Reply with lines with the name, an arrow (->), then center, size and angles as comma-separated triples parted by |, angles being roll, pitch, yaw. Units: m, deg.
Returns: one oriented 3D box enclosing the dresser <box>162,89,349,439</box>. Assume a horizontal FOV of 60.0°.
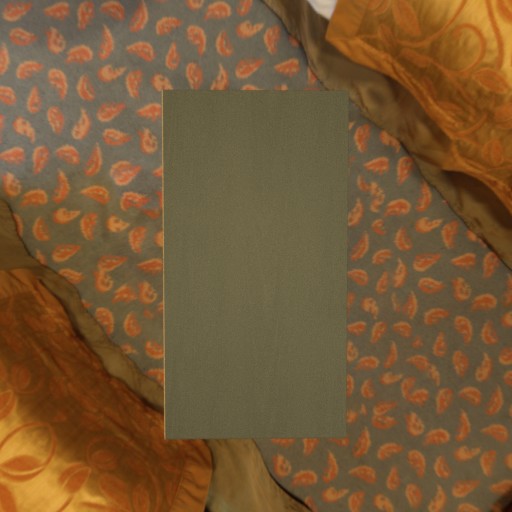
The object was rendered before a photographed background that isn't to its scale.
dresser -> 0.000, 0.000, 1.519 | 0.399, 1.255, 0.704 | 0, 92, -1
